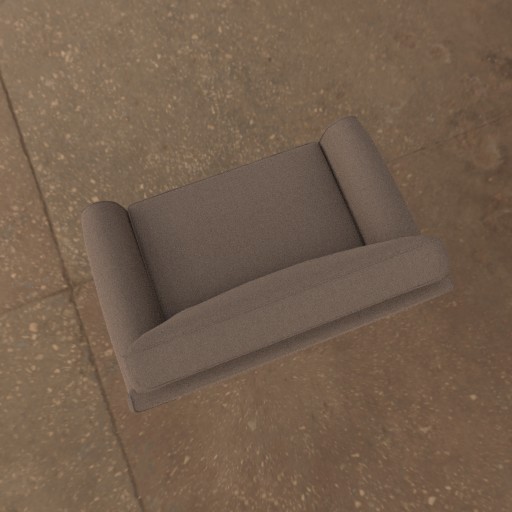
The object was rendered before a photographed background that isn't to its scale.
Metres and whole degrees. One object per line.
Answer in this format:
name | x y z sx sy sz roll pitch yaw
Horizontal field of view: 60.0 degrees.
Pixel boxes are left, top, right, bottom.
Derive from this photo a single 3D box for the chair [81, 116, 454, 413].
chair | 0.000 0.000 2.029 1.390 0.930 0.930 -20 76 -5
